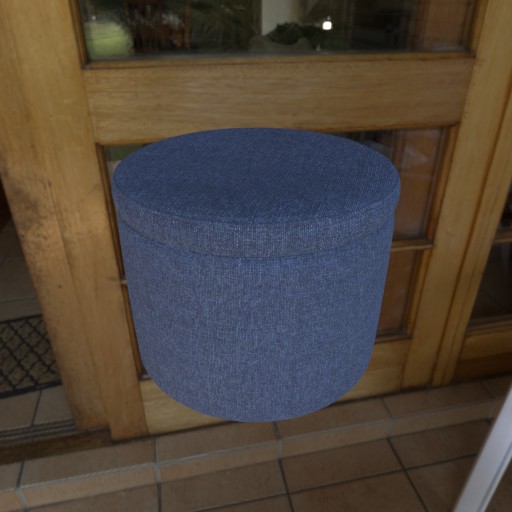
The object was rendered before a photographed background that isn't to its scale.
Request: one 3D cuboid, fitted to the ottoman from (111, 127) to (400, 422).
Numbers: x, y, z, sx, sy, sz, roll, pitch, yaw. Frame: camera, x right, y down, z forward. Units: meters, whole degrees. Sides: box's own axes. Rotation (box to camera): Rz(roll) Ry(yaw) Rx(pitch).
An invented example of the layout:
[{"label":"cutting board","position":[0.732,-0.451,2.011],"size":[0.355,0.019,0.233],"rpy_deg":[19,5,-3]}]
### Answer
[{"label":"ottoman","position":[0.000,0.000,0.912],"size":[0.520,0.430,0.520],"rpy_deg":[0,30,0]}]
